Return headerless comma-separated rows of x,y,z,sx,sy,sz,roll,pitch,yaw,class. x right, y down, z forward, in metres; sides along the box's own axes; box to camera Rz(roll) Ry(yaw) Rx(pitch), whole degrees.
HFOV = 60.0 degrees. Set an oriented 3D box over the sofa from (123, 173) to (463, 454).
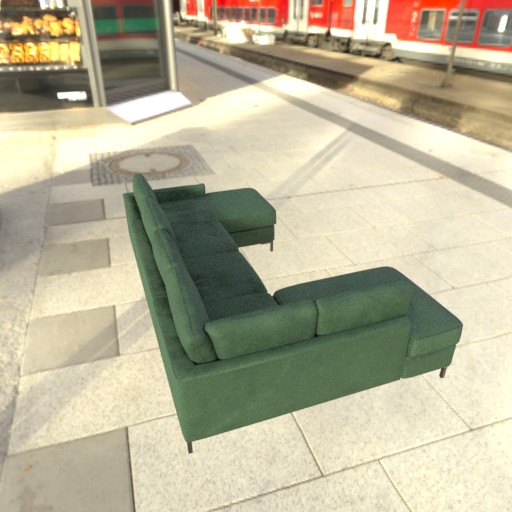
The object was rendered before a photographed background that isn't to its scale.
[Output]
0.000,0.000,3.959,1.992,0.861,2.994,-10,31,-18,sofa
